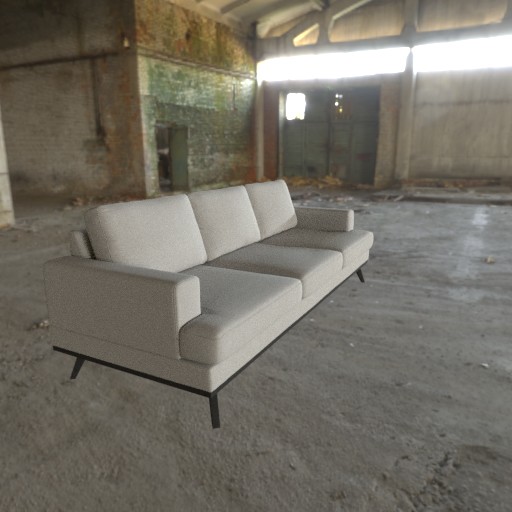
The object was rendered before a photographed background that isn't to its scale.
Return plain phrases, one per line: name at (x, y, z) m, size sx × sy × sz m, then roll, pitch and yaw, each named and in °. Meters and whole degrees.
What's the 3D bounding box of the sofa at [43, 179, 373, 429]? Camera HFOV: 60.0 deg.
sofa at (0.000, 0.000, 2.751) m, size 0.920 × 0.810 × 2.310 m, roll 7°, pitch 15°, yaw 27°
